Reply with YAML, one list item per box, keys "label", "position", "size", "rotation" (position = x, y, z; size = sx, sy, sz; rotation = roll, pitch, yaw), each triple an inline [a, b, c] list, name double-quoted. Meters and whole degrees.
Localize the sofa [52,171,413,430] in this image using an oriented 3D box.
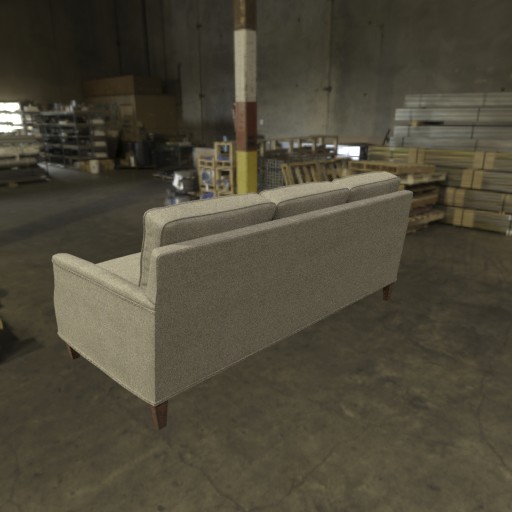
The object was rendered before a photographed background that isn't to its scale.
- label: "sofa"
  position: [0.000, 0.000, 2.889]
  size: [1.084, 1.003, 2.246]
  rotation: [16, 23, 42]
